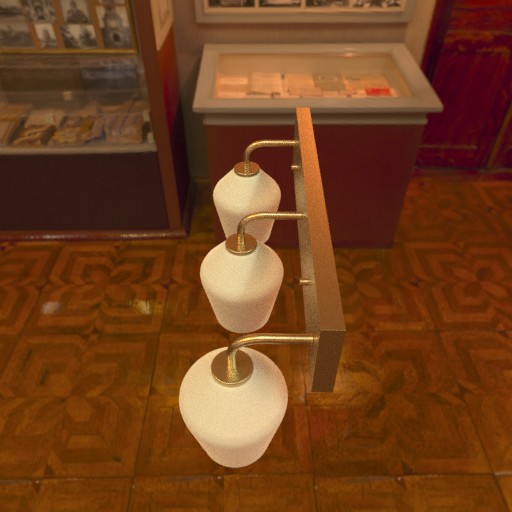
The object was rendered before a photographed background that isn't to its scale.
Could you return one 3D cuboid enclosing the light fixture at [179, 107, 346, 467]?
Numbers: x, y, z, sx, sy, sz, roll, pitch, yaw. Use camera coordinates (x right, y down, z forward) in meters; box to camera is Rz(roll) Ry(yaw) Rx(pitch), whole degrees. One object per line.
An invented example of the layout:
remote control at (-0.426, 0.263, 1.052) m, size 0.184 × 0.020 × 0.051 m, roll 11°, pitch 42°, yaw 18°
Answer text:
light fixture at (0.000, 0.000, 0.732) m, size 0.190 × 0.280 × 0.609 m, roll 1°, pitch 42°, yaw 1°
